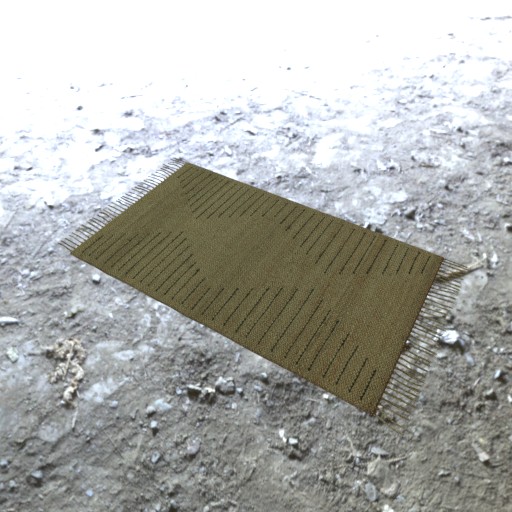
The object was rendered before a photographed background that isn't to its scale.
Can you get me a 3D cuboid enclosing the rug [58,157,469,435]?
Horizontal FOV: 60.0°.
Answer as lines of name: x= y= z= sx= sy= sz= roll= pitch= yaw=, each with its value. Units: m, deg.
rug: x=0.000 y=0.000 z=2.041 sx=1.718 sy=0.017 sz=0.905 roll=24 pitch=50 yaw=22
